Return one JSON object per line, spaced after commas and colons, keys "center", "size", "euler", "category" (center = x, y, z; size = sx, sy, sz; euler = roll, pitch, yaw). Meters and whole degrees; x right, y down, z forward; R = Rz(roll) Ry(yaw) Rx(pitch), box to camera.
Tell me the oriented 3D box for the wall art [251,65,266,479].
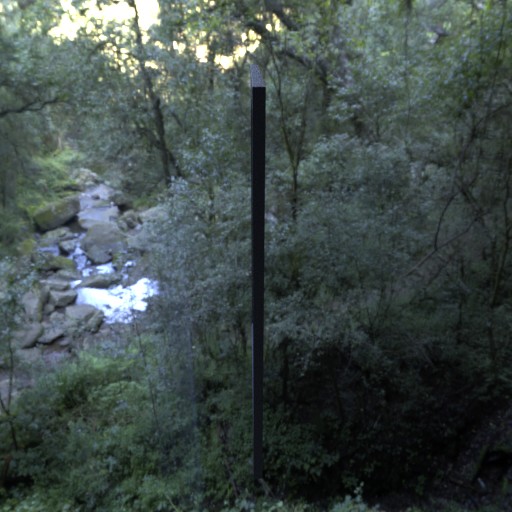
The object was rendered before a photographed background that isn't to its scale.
{"center": [0.000, 0.000, 0.696], "size": [0.013, 0.534, 0.381], "euler": [0, 26, -1], "category": "wall art"}
